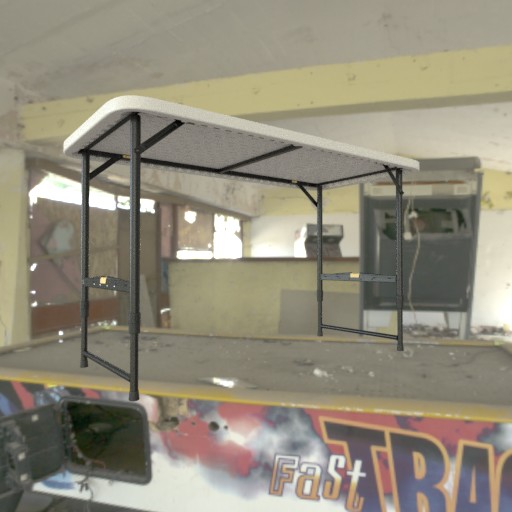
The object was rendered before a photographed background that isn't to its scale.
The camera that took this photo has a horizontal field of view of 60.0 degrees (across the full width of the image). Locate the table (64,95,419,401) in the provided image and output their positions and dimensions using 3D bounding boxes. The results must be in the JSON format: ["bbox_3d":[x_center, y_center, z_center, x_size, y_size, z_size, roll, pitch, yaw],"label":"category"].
[{"bbox_3d":[0.000,0.000,1.609,1.219,0.737,0.610,1,-2,-36],"label":"table"}]
